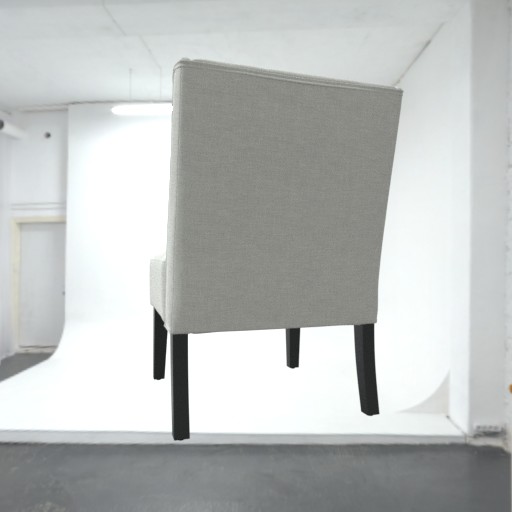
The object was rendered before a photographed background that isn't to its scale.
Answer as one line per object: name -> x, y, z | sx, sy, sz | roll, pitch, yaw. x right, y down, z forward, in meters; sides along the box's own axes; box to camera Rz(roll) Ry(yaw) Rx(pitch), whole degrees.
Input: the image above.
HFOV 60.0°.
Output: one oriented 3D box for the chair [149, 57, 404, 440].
chair -> 0.000, 0.000, 1.314 | 0.569, 0.853, 0.676 | 0, 0, -18
